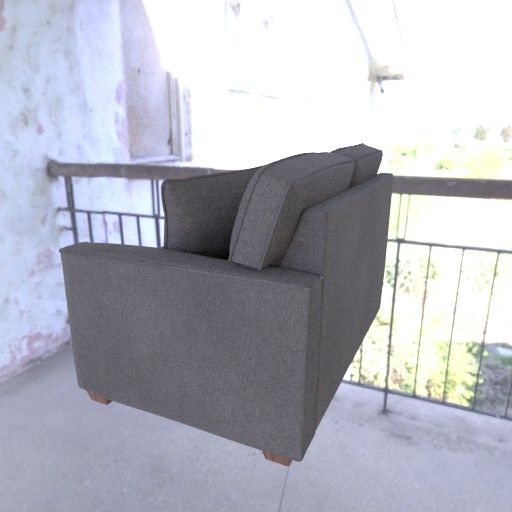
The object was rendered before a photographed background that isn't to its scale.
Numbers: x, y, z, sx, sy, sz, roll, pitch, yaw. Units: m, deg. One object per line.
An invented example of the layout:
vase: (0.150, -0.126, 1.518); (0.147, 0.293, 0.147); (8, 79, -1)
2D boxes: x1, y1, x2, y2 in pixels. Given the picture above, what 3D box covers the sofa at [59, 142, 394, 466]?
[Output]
sofa: (0.000, 0.000, 2.056); (0.991, 0.989, 1.388); (8, 18, 24)
